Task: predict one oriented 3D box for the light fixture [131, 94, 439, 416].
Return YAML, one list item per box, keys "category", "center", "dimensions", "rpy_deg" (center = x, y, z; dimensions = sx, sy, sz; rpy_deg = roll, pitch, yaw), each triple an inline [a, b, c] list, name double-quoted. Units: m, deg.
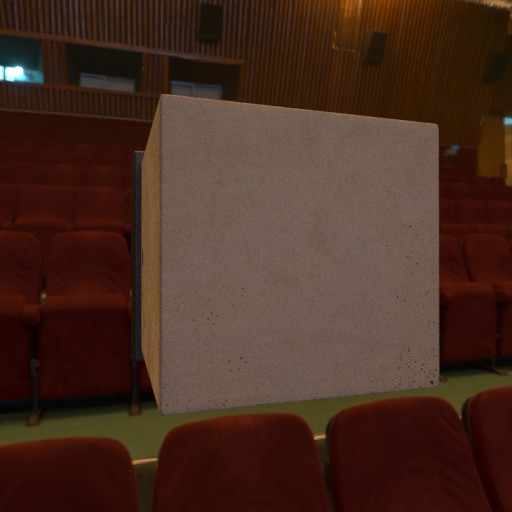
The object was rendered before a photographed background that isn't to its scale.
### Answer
- category: "light fixture"
  center: [0.000, 0.000, 0.232]
  dimensions: [0.121, 0.121, 0.143]
  rpy_deg: [0, 0, -18]
